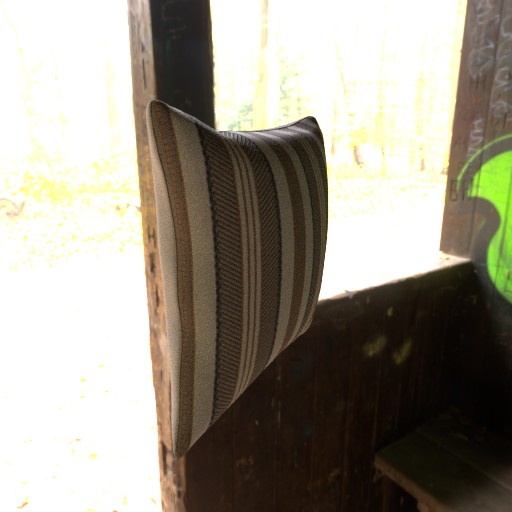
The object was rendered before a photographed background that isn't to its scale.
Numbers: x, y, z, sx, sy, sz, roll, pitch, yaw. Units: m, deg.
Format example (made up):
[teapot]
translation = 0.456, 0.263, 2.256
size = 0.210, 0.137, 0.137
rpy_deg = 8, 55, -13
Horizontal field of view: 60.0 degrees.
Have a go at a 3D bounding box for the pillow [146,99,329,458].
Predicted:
[pillow]
translation = 0.000, 0.000, 0.638
size = 0.173, 0.401, 0.416
rpy_deg = 8, 17, 27
